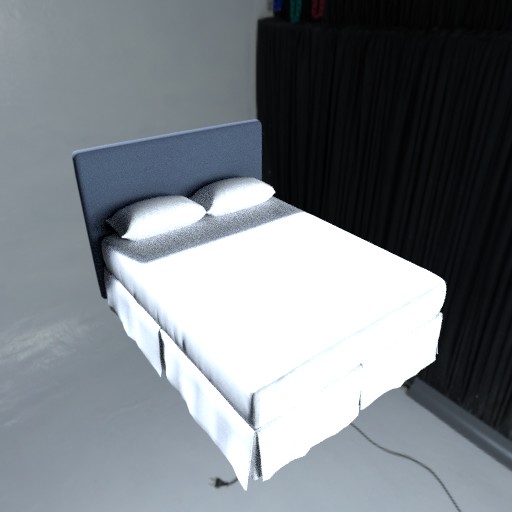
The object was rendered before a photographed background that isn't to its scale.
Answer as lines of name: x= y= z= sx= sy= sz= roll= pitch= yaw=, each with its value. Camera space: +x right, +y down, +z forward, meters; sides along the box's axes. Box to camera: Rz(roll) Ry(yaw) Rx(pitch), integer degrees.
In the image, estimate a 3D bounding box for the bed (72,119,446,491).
bed: x=0.000 y=0.000 z=3.143 sx=1.713 sy=1.330 sz=2.162 roll=-21 pitch=36 yaw=-32
